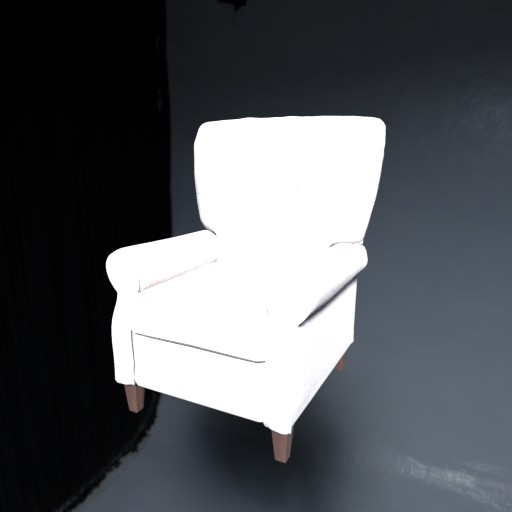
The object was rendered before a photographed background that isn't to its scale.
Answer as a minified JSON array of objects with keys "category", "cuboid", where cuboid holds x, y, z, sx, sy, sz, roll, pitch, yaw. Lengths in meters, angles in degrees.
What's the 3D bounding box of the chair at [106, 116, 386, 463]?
[{"category":"chair","cuboid":[0.000,0.000,1.945,0.942,1.209,1.025,7,15,26]}]
